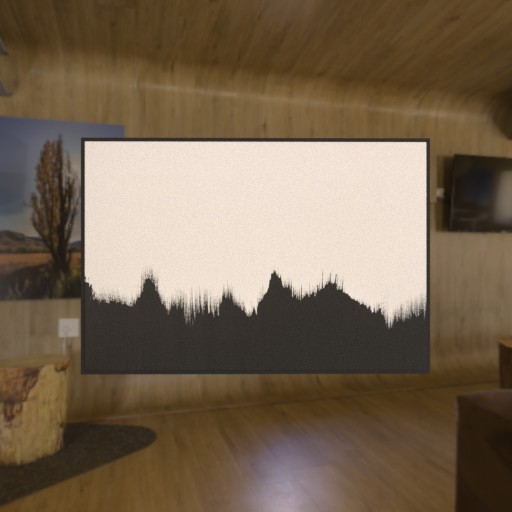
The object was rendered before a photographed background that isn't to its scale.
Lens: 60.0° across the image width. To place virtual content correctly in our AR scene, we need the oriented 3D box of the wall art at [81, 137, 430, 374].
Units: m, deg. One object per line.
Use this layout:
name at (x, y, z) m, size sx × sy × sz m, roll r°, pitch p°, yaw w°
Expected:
wall art at (0.000, 0.000, 1.520) m, size 1.190 × 0.805 × 0.028 m, roll 0°, pitch 0°, yaw 0°
